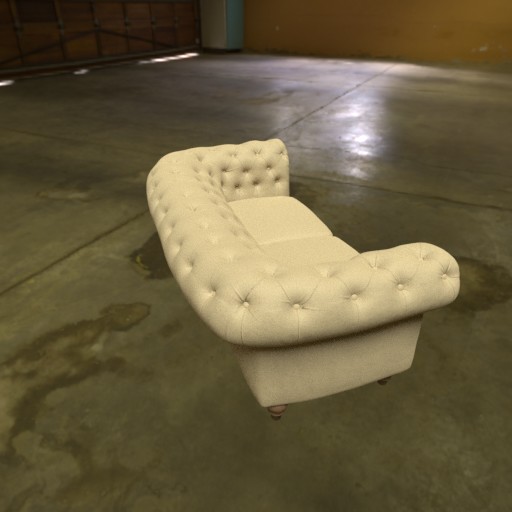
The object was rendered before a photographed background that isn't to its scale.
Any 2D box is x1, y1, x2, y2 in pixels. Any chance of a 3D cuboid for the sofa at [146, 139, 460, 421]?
[{"bbox_3d":[0.000,0.000,2.529,1.069,0.835,1.988,-10,31,-17],"label":"sofa"}]
